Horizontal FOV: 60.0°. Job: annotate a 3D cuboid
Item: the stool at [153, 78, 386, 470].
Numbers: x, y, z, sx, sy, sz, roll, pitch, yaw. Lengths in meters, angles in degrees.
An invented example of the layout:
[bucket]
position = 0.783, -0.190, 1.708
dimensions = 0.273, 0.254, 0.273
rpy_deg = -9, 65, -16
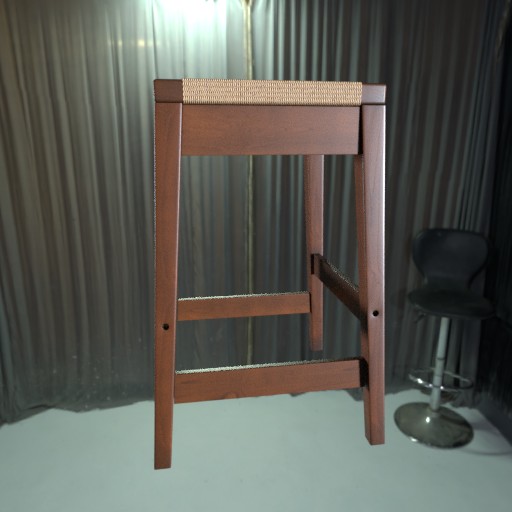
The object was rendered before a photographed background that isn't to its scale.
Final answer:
[stool]
position = 0.000, 0.000, 1.092
dimensions = 0.507, 0.762, 0.497
rpy_deg = -2, 15, -9
